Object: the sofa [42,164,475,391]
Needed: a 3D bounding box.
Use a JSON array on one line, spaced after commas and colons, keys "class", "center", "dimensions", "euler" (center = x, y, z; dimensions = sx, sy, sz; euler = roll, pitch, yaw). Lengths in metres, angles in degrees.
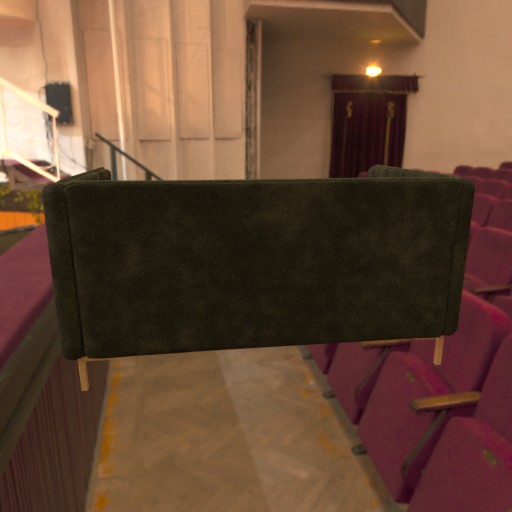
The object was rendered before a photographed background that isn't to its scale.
[{"class": "sofa", "center": [0.000, 0.000, 2.019], "dimensions": [1.537, 0.768, 0.895], "euler": [-2, 15, -8]}]
